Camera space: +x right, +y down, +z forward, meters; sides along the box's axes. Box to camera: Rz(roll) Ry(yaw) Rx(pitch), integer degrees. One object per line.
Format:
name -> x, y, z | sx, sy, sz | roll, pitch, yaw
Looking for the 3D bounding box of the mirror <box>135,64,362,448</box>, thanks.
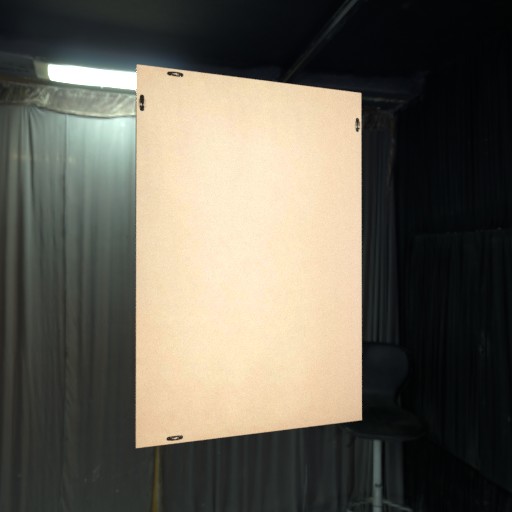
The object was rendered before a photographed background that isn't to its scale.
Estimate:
mirror -> 0.000, 0.000, 1.162 | 0.609, 0.915, 0.041 | 0, 0, -18
